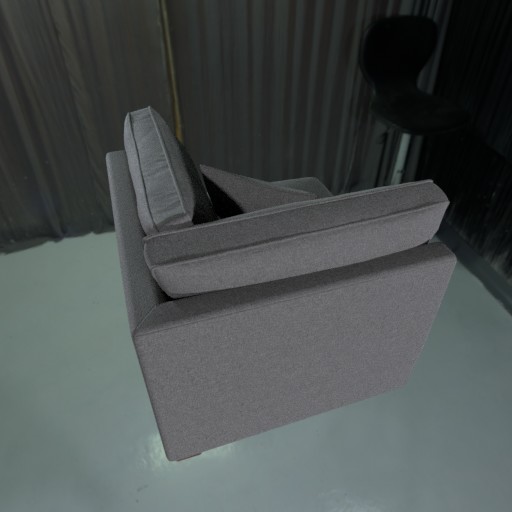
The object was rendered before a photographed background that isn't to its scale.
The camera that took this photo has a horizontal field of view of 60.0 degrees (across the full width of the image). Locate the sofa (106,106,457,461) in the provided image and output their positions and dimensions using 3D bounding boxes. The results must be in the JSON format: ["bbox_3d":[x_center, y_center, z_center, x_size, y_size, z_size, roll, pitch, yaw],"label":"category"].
[{"bbox_3d":[0.000,0.000,1.937,1.084,1.002,1.146,-12,42,-14],"label":"sofa"}]
